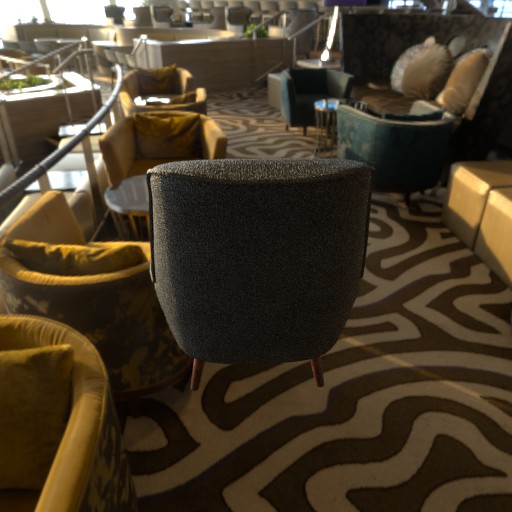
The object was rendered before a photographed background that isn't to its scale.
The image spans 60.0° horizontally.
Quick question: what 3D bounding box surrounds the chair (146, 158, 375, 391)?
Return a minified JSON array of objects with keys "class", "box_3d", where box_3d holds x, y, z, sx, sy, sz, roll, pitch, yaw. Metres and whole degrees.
[{"class":"chair","box_3d":[0.000,0.000,1.494,0.763,0.883,0.859,-1,30,-2]}]
